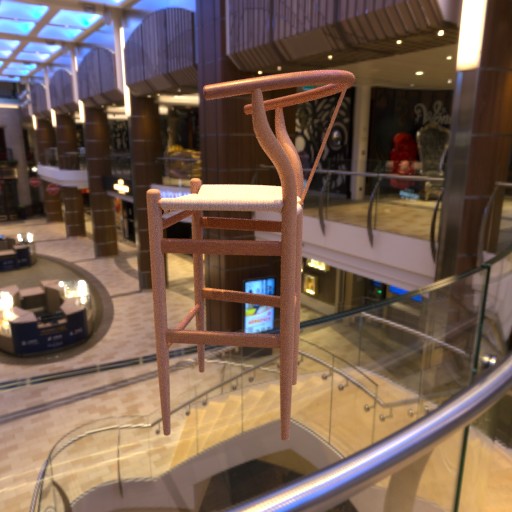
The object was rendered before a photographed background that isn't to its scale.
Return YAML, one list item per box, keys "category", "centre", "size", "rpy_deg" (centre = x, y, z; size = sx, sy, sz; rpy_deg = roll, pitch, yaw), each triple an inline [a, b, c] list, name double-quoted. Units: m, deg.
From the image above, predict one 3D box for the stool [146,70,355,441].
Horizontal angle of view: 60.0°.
- category: "stool"
  centre: [0.000, 0.000, 1.408]
  size: [0.561, 1.068, 0.574]
  rpy_deg: [2, 14, 9]
